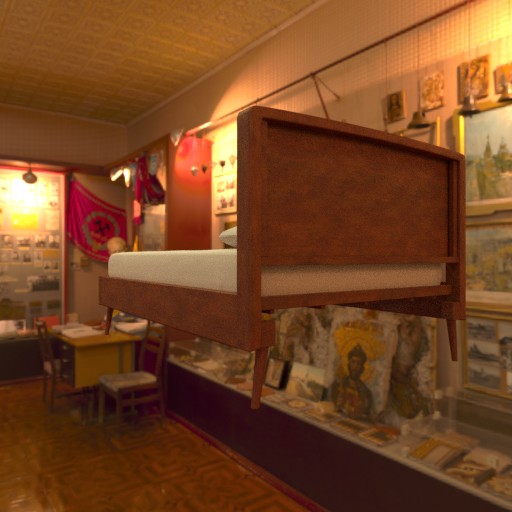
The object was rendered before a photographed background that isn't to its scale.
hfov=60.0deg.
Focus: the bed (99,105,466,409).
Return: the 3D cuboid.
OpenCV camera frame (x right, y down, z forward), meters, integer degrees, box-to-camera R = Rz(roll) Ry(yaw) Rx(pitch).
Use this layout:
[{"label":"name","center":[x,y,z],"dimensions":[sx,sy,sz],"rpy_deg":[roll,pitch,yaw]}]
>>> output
[{"label":"bed","center":[0.000,0.000,3.146],"dimensions":[1.587,1.275,2.196],"rpy_deg":[0,0,-35]}]
